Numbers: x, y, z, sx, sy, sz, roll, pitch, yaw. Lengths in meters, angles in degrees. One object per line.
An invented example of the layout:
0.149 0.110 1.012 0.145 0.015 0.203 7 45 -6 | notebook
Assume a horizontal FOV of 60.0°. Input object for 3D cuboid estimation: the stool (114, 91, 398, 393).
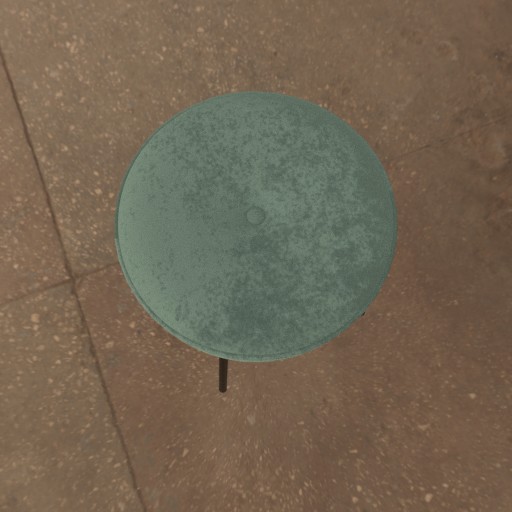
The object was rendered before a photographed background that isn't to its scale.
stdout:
0.000 0.000 0.869 0.457 0.519 0.458 -19 77 -5 | stool
